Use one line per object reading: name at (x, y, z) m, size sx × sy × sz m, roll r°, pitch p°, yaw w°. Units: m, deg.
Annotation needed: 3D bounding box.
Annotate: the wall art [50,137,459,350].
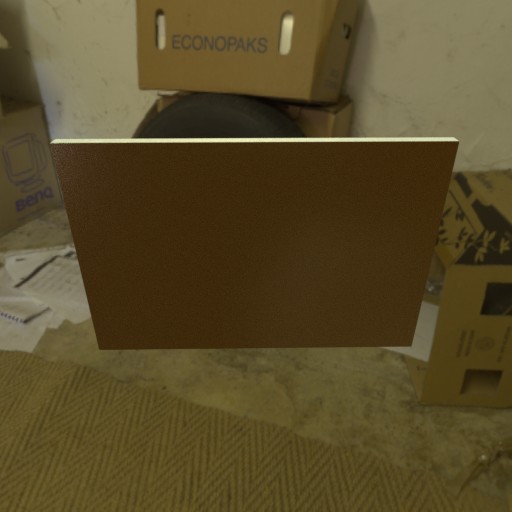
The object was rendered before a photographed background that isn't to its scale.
wall art at (0.000, 0.000, 1.449) m, size 1.145 × 0.762 × 0.041 m, roll 0°, pitch 30°, yaw -1°
